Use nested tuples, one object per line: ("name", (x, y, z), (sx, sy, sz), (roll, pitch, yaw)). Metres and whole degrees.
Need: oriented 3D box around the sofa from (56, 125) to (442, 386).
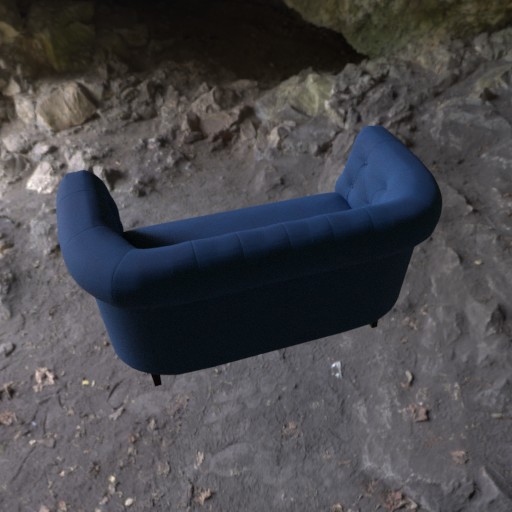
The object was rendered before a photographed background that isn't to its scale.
("sofa", (0.000, 0.000, 2.037), (1.558, 0.827, 0.835), (-12, 44, -13))
